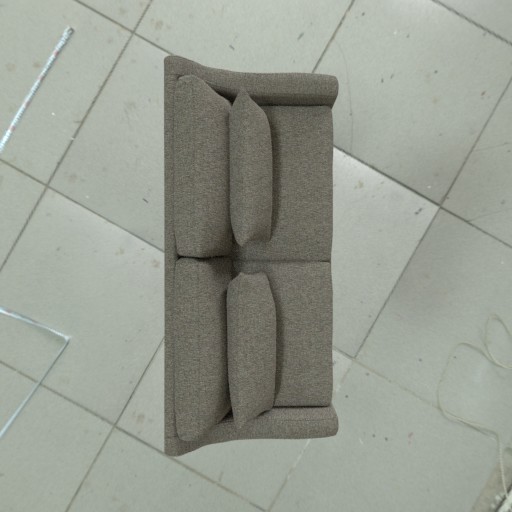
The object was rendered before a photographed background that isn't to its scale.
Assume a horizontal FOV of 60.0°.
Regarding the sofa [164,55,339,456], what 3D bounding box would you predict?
[{"bbox_3d":[0.000,0.000,2.983,1.103,0.998,2.418,0,90,0],"label":"sofa"}]
